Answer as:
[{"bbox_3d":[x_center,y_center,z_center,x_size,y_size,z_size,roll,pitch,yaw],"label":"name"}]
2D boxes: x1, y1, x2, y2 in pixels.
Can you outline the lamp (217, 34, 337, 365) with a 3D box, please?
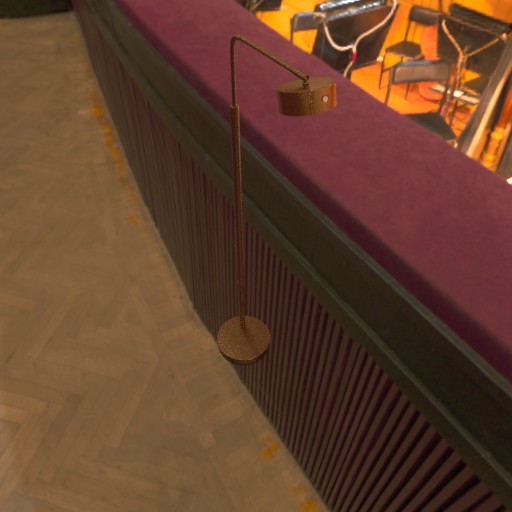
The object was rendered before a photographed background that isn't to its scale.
[{"bbox_3d":[0.000,0.000,1.375,0.219,1.230,0.418,-24,51,-21],"label":"lamp"}]
